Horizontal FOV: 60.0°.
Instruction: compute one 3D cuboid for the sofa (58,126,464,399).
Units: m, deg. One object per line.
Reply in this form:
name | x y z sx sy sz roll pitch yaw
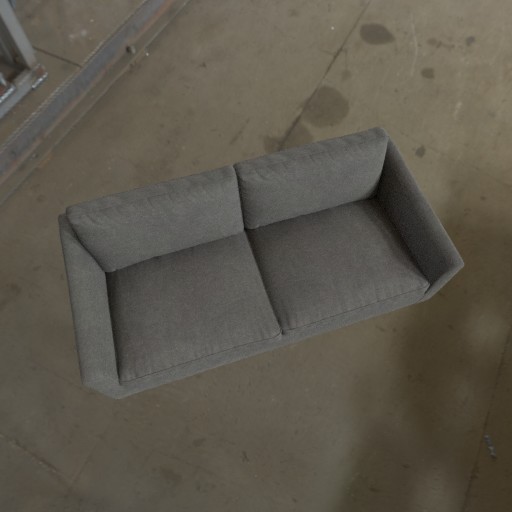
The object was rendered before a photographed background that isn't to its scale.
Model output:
sofa | 0.000 0.000 2.855 2.257 0.838 1.092 -16 65 -8
